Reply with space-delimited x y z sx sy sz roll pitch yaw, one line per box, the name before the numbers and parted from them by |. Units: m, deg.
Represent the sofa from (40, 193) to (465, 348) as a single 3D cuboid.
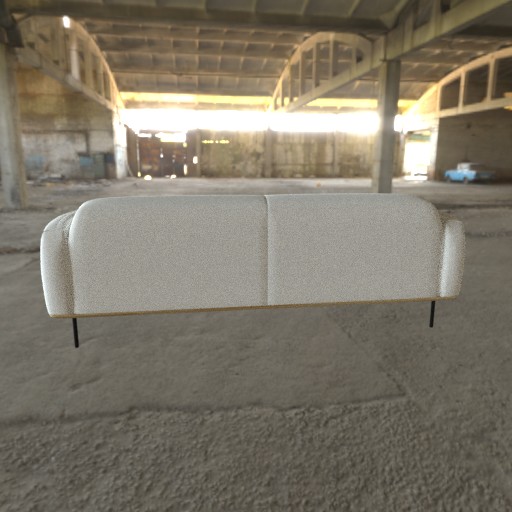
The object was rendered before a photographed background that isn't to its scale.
sofa | 0.000 0.000 2.669 2.280 0.780 0.870 -2 12 -8
